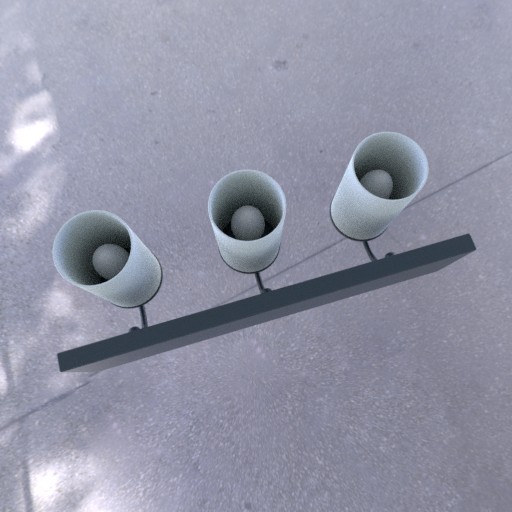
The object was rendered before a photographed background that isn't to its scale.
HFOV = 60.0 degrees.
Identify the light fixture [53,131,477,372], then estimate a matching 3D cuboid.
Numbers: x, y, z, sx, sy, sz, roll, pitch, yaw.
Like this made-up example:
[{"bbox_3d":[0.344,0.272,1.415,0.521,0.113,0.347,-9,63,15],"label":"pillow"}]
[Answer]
[{"bbox_3d":[0.000,0.000,0.523,0.451,0.172,0.145,-16,76,-4],"label":"light fixture"}]
